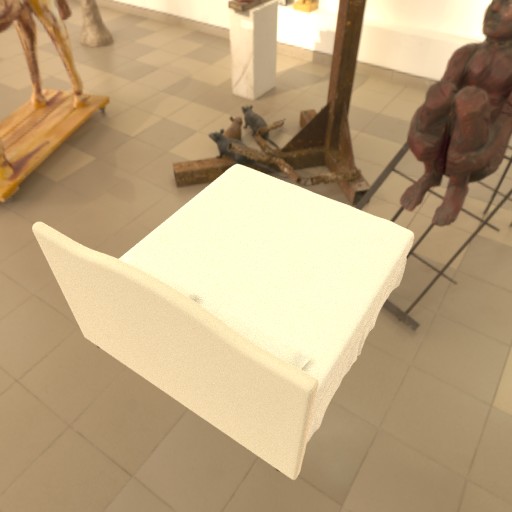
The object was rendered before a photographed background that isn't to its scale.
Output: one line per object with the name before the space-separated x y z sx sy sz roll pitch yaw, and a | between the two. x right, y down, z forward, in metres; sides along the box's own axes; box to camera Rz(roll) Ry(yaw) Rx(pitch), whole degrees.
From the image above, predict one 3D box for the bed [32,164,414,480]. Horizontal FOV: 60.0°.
bed | 0.000 0.000 3.526 2.083 1.421 2.182 26 51 23
